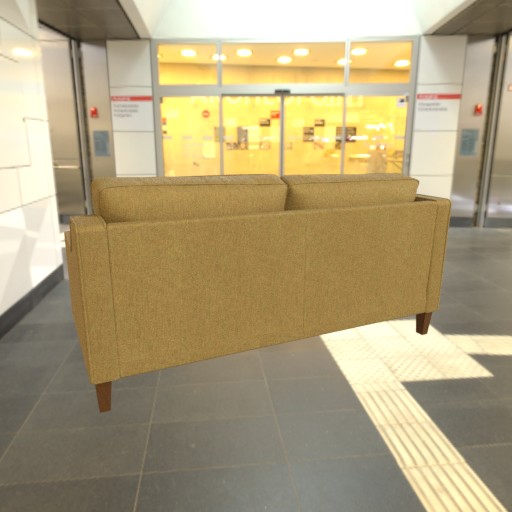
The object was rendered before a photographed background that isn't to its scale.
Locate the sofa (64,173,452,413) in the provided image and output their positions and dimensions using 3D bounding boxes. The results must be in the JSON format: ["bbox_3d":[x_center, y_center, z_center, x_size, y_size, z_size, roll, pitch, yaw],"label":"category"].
[{"bbox_3d":[0.000,0.000,2.822,2.181,1.074,1.073,-7,15,-25],"label":"sofa"}]
